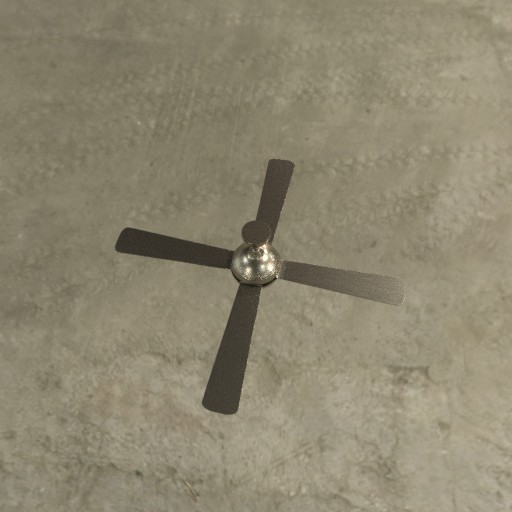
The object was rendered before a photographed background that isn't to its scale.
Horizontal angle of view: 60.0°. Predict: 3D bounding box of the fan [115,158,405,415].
[{"bbox_3d":[0.000,0.000,2.026,1.321,0.381,1.321,29,62,17],"label":"fan"}]
